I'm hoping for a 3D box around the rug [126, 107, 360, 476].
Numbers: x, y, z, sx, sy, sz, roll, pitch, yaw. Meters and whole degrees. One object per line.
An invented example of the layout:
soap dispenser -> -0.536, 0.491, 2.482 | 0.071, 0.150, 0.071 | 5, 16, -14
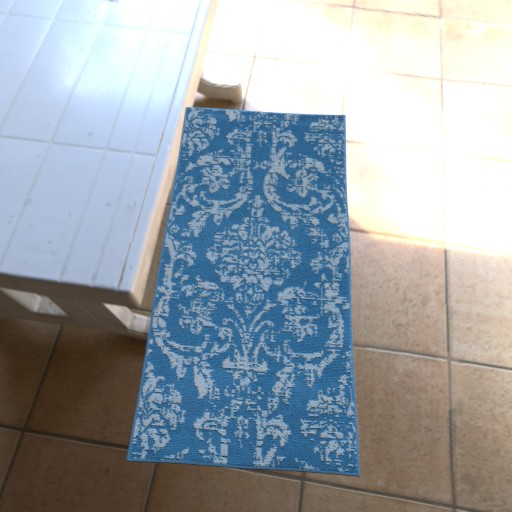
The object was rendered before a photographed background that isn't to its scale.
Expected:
rug -> 0.000, 0.000, 1.405 | 0.604, 0.007, 1.219 | 3, 64, 1
